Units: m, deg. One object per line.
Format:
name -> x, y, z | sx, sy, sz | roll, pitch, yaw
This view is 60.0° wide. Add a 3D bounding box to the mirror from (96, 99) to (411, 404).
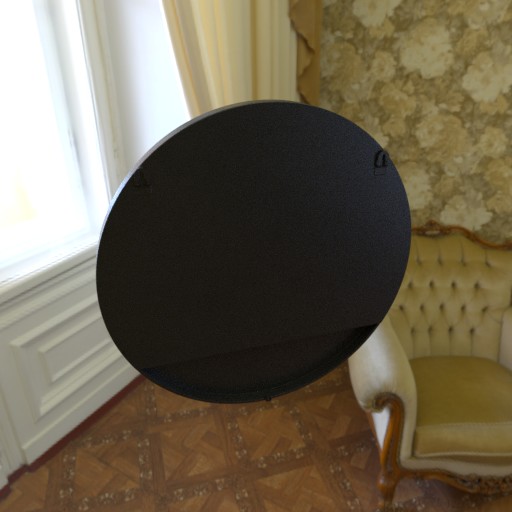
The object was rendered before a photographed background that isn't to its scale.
mirror -> 0.000, 0.000, 0.674 | 0.457, 0.457, 0.133 | -8, 26, -16
